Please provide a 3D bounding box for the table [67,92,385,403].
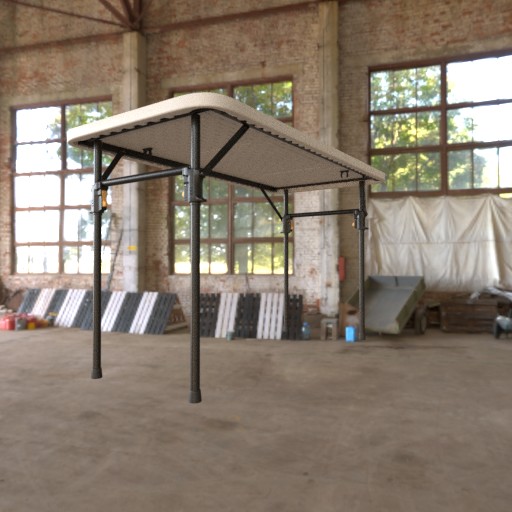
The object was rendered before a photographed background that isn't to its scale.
[{"bbox_3d":[0.000,0.000,1.644,0.610,0.729,1.219,-1,-1,35],"label":"table"}]
